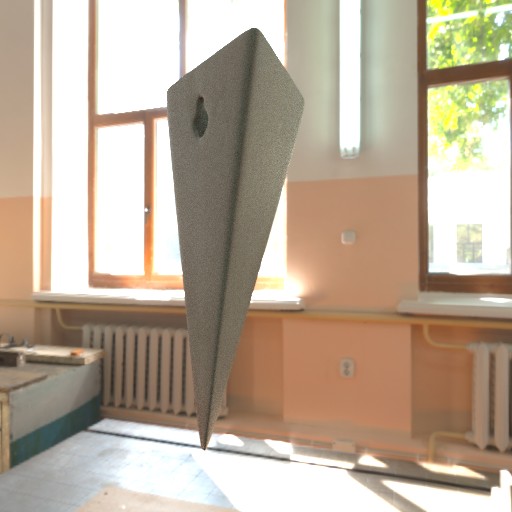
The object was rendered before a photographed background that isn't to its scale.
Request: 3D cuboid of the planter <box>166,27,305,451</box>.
[{"bbox_3d":[0.000,0.000,0.279,0.081,0.224,0.101,1,-1,-36],"label":"planter"}]
